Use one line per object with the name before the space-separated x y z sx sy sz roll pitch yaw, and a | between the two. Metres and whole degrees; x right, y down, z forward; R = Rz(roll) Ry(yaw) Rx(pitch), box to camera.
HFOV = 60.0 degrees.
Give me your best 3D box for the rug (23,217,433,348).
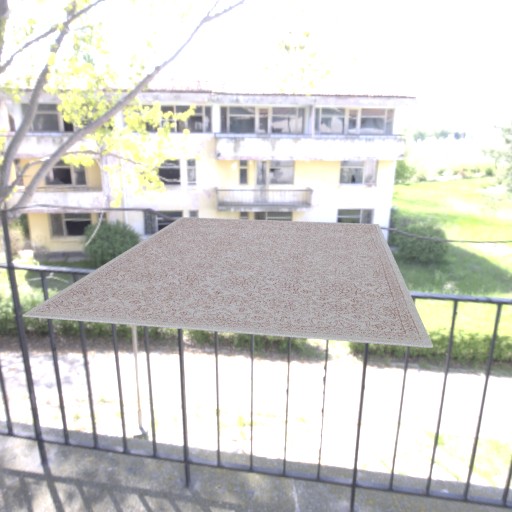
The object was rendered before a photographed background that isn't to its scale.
rug | 0.000 0.000 4.003 2.441 0.015 3.050 3 17 9
